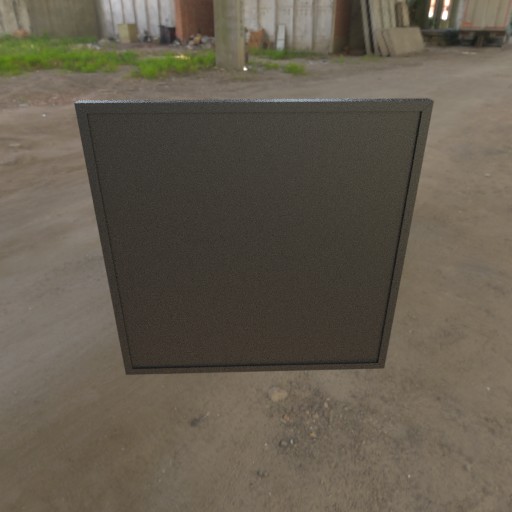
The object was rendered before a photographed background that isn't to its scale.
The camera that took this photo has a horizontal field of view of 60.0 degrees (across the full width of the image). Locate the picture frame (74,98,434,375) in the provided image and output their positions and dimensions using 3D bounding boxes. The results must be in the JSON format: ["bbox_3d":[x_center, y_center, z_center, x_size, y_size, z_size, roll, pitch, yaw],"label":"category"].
[{"bbox_3d":[0.000,0.000,1.155,0.775,0.775,0.032,-1,29,-2],"label":"picture frame"}]
